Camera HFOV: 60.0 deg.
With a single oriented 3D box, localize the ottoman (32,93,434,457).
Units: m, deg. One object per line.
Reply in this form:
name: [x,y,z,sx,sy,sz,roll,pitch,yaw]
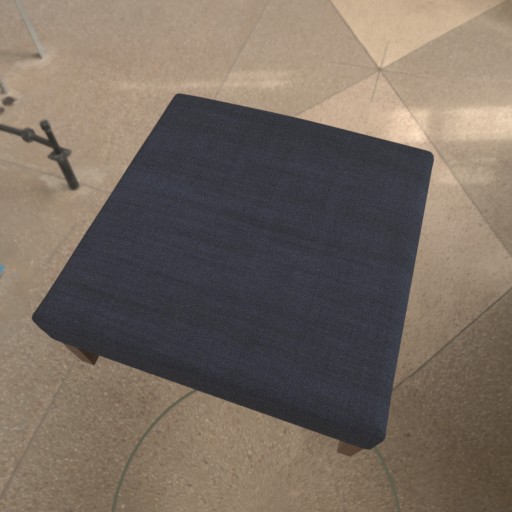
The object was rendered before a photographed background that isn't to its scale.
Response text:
ottoman: [0.000,0.000,1.372,0.890,0.411,0.889,16,61,9]
